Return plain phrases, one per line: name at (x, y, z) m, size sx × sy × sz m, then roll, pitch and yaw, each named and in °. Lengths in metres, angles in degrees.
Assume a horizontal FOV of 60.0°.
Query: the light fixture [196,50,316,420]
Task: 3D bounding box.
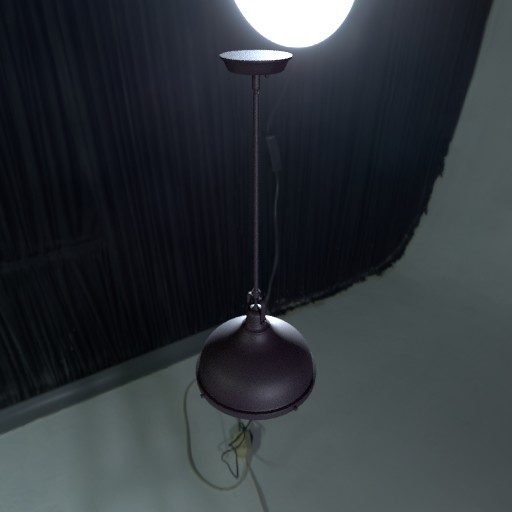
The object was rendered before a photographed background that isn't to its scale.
light fixture at (0.000, 0.000, 1.018) m, size 0.341 × 0.849 × 0.341 m, roll -21°, pitch 37°, yaw -30°
